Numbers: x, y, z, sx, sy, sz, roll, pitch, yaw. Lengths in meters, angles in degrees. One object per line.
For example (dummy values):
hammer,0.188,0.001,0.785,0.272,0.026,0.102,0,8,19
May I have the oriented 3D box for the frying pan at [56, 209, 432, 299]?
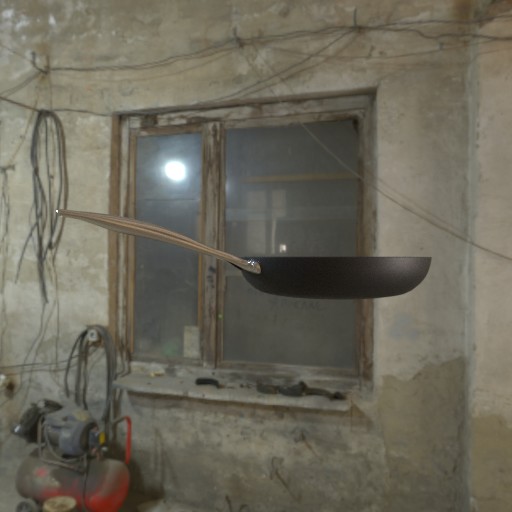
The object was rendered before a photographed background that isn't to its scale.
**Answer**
frying pan,0.000,0.000,0.571,0.472,0.105,0.255,0,0,-19
